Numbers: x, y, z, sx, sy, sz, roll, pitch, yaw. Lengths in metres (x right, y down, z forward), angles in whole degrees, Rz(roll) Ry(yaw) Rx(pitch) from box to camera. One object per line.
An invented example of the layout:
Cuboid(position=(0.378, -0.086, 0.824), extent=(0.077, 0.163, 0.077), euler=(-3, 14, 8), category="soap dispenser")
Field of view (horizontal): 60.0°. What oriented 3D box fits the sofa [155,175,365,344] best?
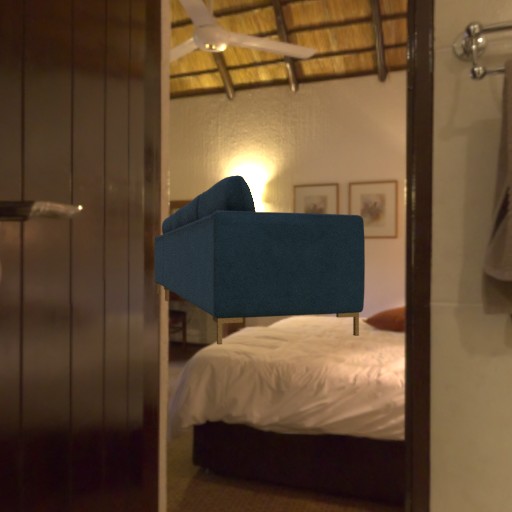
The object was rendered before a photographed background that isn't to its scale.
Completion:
Cuboid(position=(0.000, 0.000, 3.587), extent=(1.350, 0.810, 2.932), euler=(0, 0, -18), category="sofa")
